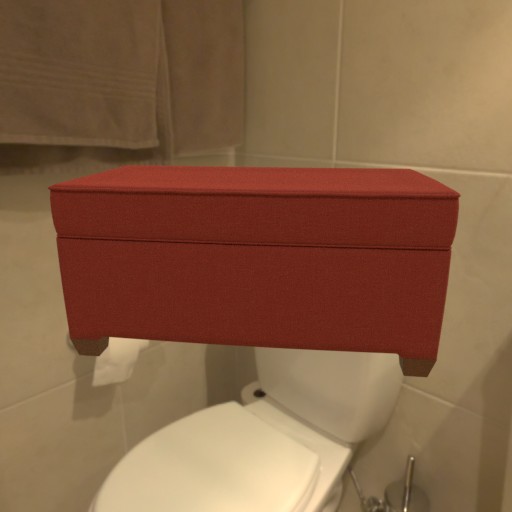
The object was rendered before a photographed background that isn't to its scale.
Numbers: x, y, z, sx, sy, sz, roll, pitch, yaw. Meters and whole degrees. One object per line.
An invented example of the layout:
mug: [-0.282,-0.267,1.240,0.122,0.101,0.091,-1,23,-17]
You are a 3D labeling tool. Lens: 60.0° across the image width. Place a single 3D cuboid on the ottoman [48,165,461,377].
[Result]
ottoman: [0.000,0.000,1.261,0.948,0.454,0.497,2,17,7]
